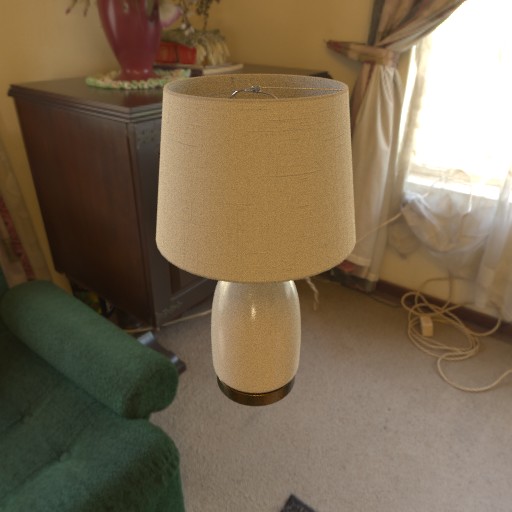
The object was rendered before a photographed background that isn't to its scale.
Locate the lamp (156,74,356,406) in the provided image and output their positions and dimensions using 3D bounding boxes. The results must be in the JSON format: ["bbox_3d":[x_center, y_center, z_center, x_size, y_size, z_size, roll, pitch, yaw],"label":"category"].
[{"bbox_3d":[0.000,0.000,0.664,0.285,0.483,0.285,0,28,0],"label":"lamp"}]
